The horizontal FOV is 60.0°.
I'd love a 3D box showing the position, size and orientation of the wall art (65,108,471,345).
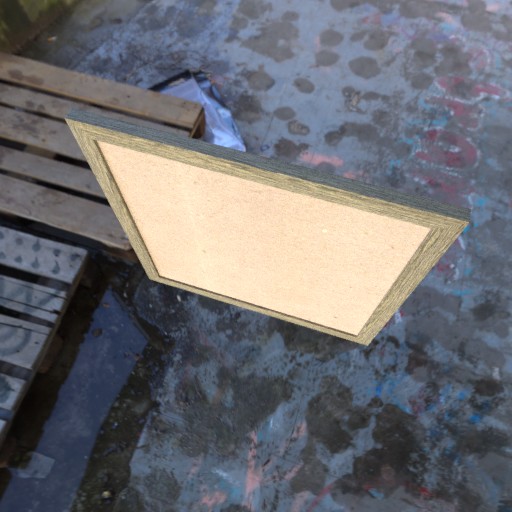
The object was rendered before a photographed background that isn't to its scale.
[{"bbox_3d":[0.000,0.000,0.762,0.508,0.508,0.019,16,64,8],"label":"wall art"}]
